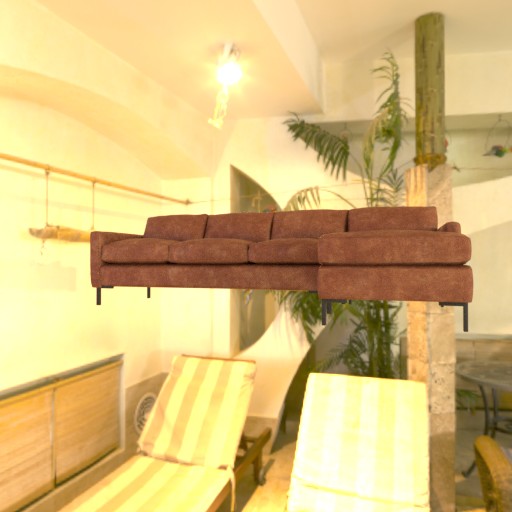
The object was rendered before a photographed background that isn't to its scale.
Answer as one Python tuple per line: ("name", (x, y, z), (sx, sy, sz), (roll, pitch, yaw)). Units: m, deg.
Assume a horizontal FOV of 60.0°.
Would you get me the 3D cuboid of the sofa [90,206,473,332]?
("sofa", (0.000, 0.000, 3.549), (2.993, 0.859, 1.471), (0, -1, 18))
